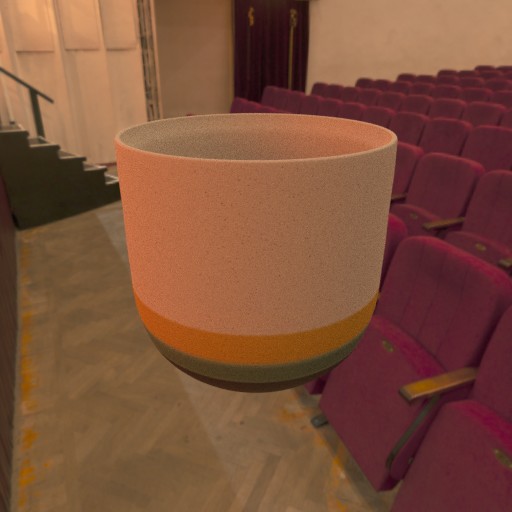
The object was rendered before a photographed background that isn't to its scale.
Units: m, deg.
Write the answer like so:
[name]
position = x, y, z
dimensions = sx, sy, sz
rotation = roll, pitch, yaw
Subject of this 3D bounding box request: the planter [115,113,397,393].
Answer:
[planter]
position = 0.000, 0.000, 0.489
dimensions = 0.268, 0.270, 0.268
rotation = 0, 25, 0
